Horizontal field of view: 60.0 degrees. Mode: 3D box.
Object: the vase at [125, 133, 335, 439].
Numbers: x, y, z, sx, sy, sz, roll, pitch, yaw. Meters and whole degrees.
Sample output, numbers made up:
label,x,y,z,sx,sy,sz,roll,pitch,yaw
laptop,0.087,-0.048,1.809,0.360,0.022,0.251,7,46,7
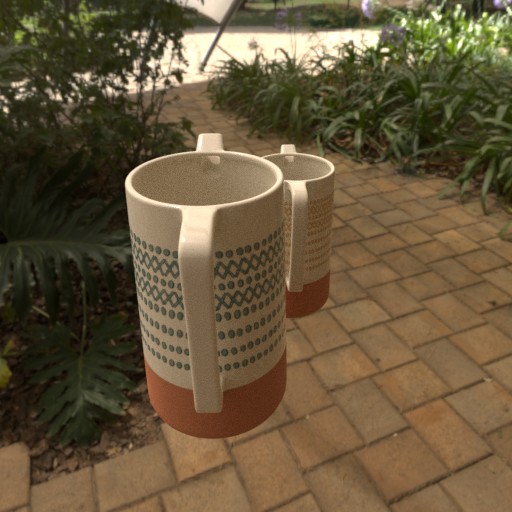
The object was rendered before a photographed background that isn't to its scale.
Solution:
label,x,y,z,sx,sy,sz,roll,pitch,yaw
vase,0.000,0.000,0.463,0.168,0.247,0.326,22,38,32
